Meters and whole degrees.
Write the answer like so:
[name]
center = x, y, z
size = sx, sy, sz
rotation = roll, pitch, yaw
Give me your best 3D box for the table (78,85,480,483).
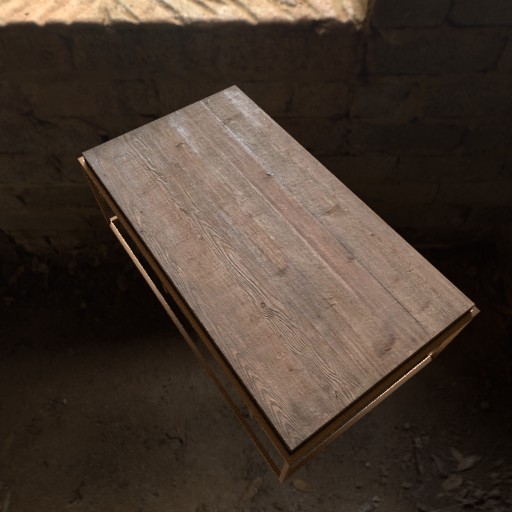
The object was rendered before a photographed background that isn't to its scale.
[table]
center = 0.000, 0.000, 1.767
size = 0.775, 0.468, 1.387
rotation = -31, 62, -18
